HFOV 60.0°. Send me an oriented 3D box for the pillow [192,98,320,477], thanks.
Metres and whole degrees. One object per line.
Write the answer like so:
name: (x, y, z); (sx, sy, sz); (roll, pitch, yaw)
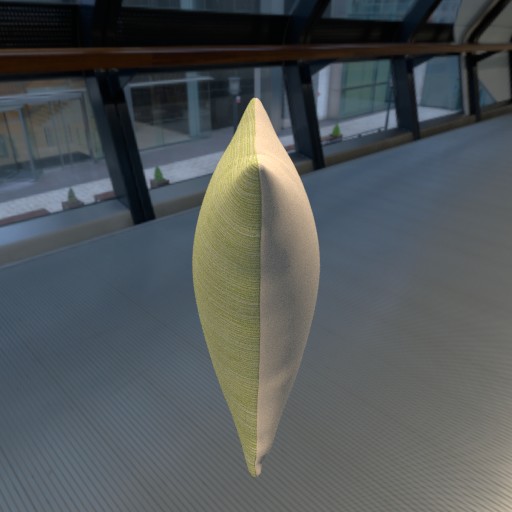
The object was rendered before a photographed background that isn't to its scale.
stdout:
pillow: (0.000, 0.000, 0.816); (0.229, 0.487, 0.560); (0, 27, 0)
